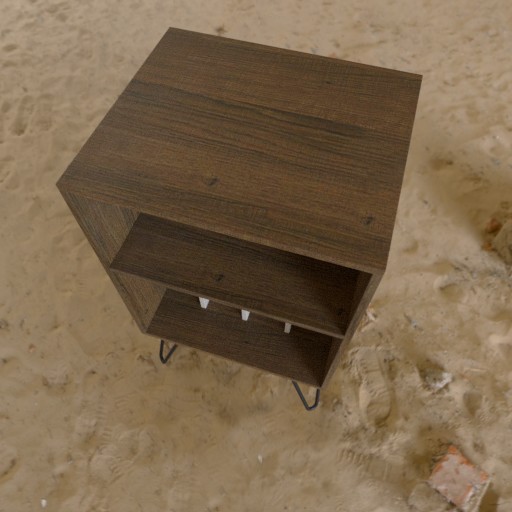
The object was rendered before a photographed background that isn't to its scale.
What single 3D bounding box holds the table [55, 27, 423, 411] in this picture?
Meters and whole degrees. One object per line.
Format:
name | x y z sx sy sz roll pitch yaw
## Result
table | 0.000 0.000 1.135 0.526 0.866 0.457 15 60 9
